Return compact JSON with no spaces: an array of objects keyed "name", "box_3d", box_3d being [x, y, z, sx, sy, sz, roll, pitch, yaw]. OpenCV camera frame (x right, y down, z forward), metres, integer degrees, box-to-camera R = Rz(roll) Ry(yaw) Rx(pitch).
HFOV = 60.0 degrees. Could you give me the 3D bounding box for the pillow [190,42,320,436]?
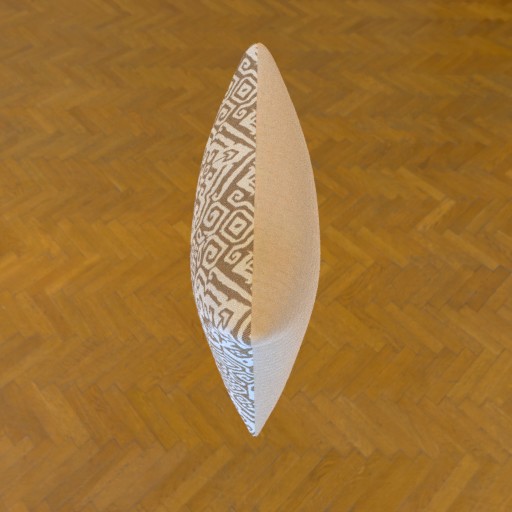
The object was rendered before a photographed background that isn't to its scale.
[{"name":"pillow","box_3d":[0.000,0.000,0.638,0.173,0.407,0.419,1,58,0]}]
